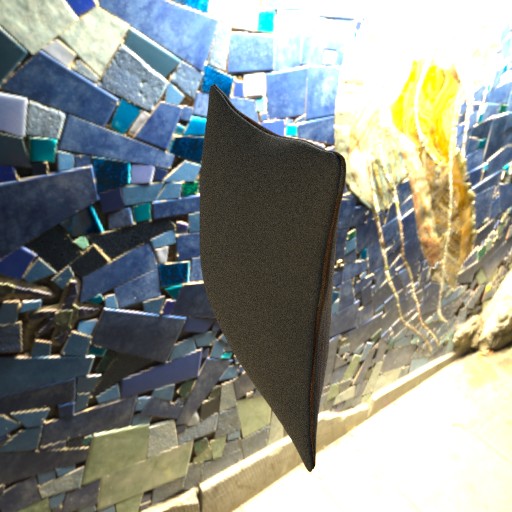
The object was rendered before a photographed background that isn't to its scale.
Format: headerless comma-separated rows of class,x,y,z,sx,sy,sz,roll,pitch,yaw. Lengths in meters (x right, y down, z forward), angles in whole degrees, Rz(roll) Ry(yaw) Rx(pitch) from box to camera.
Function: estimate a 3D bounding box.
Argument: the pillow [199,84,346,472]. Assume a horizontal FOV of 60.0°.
pillow,0.000,0.000,0.647,0.136,0.419,0.437,-10,31,-17
